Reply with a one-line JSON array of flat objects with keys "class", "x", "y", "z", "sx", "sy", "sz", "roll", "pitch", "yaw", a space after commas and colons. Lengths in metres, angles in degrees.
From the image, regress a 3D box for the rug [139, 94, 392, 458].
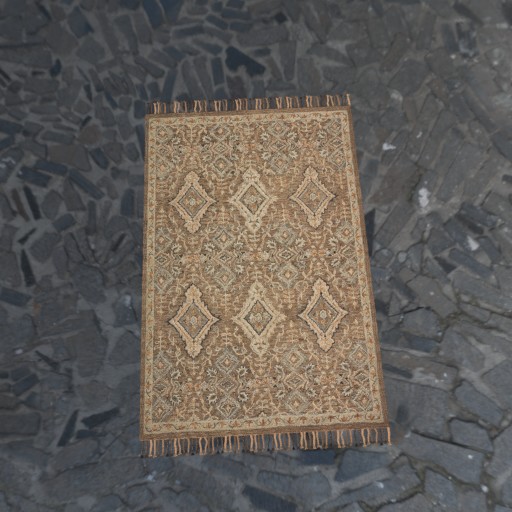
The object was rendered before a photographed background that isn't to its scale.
[{"class": "rug", "x": 0.000, "y": 0.000, "z": 2.978, "sx": 1.516, "sy": 0.010, "sz": 2.434, "roll": -3, "pitch": 75, "yaw": -1}]
